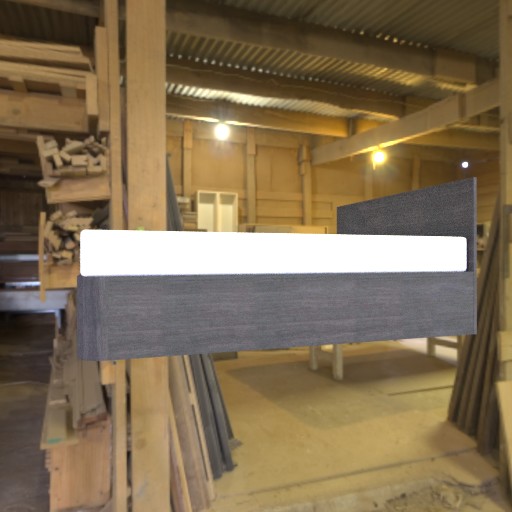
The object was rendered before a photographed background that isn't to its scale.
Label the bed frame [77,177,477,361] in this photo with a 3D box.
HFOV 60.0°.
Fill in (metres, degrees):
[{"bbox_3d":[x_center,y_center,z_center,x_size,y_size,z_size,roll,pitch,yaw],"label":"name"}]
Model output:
[{"bbox_3d":[0.000,0.000,2.614,1.900,0.800,1.400,0,0,-19],"label":"bed frame"}]
